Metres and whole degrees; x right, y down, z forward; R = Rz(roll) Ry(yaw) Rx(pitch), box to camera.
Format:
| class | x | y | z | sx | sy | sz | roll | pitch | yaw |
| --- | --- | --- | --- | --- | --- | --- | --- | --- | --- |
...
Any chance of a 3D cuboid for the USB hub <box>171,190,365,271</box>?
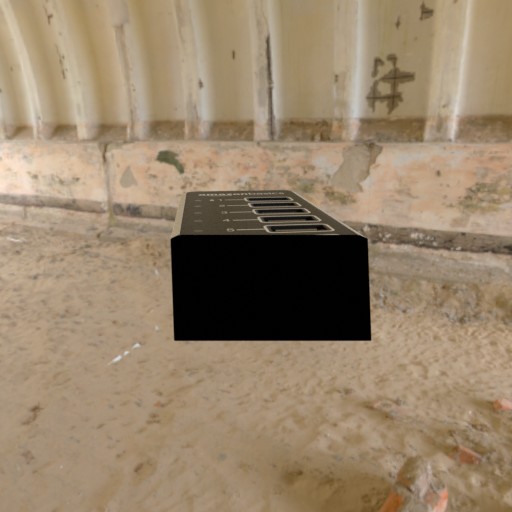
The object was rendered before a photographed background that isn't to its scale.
| class | x | y | z | sx | sy | sz | roll | pitch | yaw |
| --- | --- | --- | --- | --- | --- | --- | --- | --- | --- |
| USB hub | 0.000 | 0.000 | 0.125 | 0.044 | 0.023 | 0.110 | -2 | 16 | -7 |
